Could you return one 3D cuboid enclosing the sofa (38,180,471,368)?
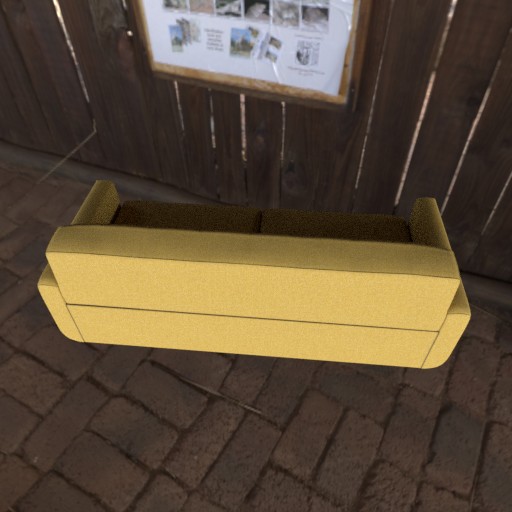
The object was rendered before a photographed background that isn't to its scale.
[{"bbox_3d":[0.000,0.000,2.469,2.029,0.841,0.909,4,46,4],"label":"sofa"}]
